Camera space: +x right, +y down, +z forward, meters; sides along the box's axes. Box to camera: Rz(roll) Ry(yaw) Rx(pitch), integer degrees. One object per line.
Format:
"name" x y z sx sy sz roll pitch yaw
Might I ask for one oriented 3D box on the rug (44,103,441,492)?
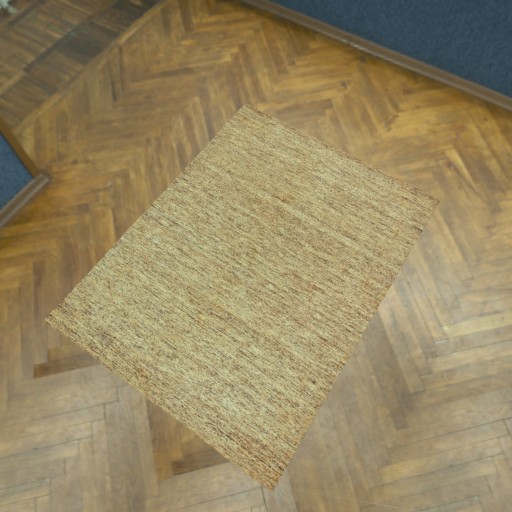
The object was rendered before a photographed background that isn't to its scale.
"rug" 0.000 0.000 4.265 2.438 0.012 3.200 31 67 15
